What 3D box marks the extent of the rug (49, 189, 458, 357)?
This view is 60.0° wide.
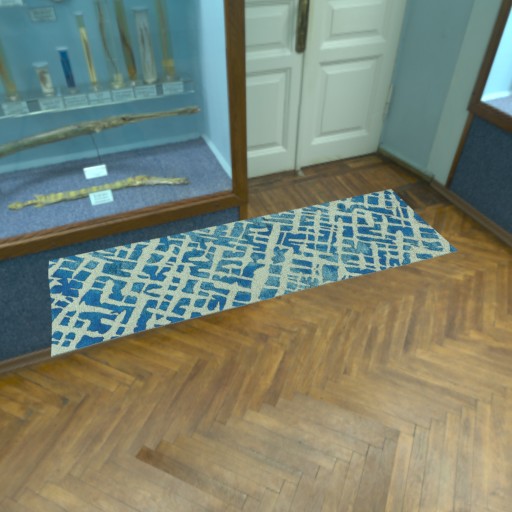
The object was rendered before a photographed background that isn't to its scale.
[{"bbox_3d":[0.000,0.000,2.775,2.446,0.011,0.768,-13,43,-15],"label":"rug"}]
